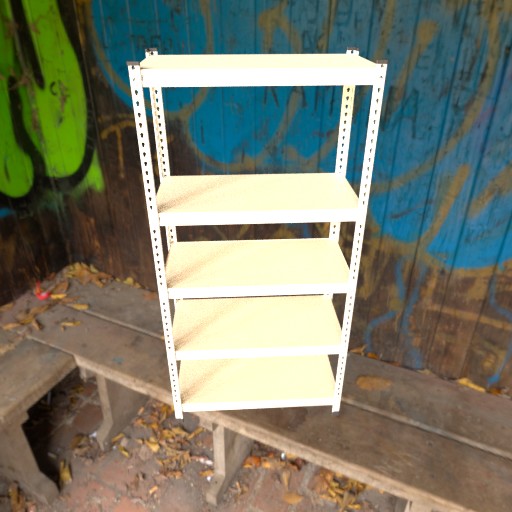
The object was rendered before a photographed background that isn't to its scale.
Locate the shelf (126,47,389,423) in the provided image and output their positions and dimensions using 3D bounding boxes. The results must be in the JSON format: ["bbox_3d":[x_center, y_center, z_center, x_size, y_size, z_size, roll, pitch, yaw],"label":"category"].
[{"bbox_3d":[0.000,0.000,2.187,0.914,1.829,0.457,-2,30,-3],"label":"shelf"}]
